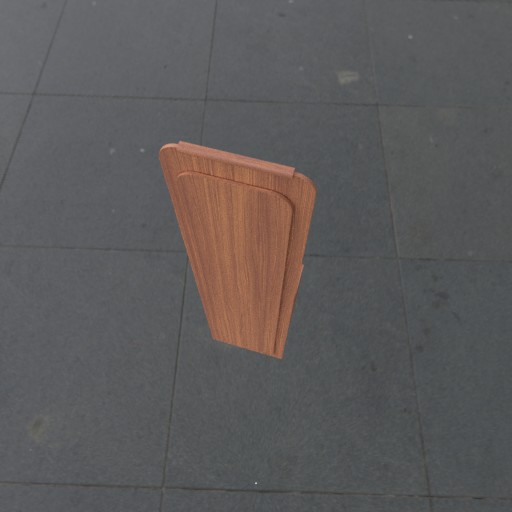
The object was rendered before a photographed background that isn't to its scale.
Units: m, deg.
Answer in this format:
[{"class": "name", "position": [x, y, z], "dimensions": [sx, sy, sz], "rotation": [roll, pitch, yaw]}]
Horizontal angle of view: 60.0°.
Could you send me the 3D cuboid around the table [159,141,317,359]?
[{"class": "table", "position": [0.000, 0.000, 2.045], "dimensions": [0.450, 1.830, 0.420], "rotation": [15, 64, 7]}]
